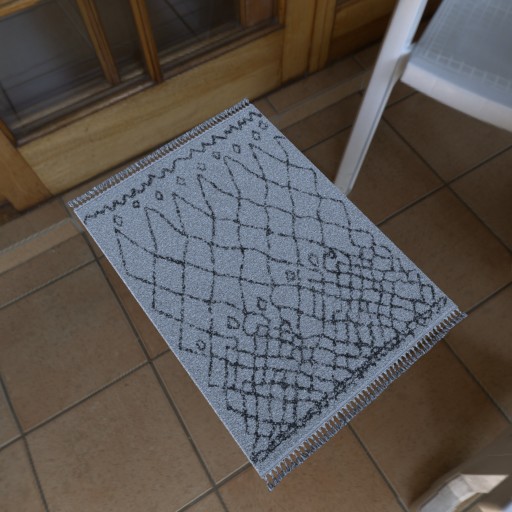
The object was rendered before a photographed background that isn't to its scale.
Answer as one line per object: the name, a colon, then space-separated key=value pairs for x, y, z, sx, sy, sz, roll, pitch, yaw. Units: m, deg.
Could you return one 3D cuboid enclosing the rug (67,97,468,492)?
rug: x=0.000 y=0.000 z=2.986 sx=1.613 sy=0.017 sz=2.312 roll=-35 pitch=70 yaw=-15
